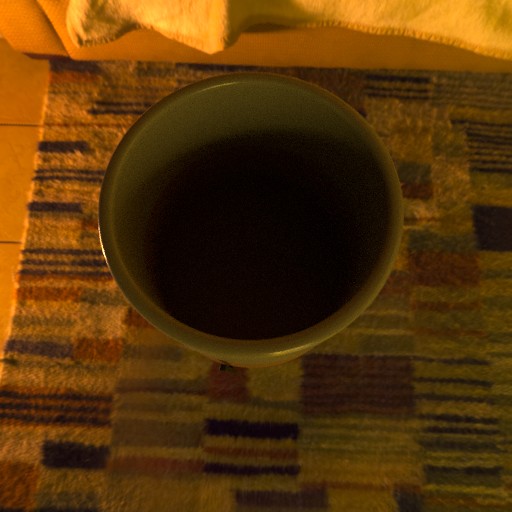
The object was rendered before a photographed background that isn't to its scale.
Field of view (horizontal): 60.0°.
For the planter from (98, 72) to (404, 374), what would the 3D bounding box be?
[{"bbox_3d":[0.000,0.000,0.726,0.360,0.480,0.348,-17,75,-5],"label":"planter"}]
